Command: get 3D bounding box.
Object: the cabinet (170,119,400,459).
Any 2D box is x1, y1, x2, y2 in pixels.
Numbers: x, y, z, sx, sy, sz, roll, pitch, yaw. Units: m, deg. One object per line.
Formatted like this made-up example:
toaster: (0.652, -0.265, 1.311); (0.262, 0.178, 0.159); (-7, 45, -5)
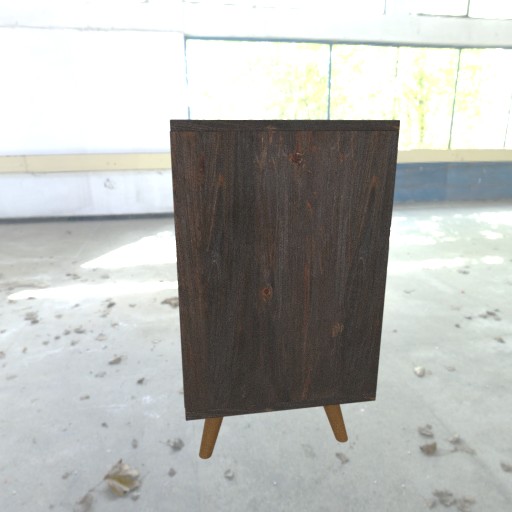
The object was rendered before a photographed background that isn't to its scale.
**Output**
cabinet: (0.000, 0.000, 1.541); (0.529, 0.897, 1.023); (-3, 17, -9)
